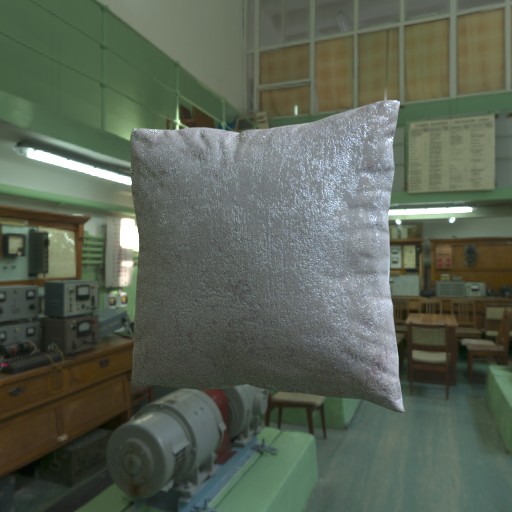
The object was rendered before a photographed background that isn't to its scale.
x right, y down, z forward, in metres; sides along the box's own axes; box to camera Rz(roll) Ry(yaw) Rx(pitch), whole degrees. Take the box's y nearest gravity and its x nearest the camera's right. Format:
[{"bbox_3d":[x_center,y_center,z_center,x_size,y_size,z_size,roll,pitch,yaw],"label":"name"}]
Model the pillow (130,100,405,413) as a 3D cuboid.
[{"bbox_3d":[0.000,0.000,0.709,0.450,0.448,0.245,0,0,20],"label":"pillow"}]
